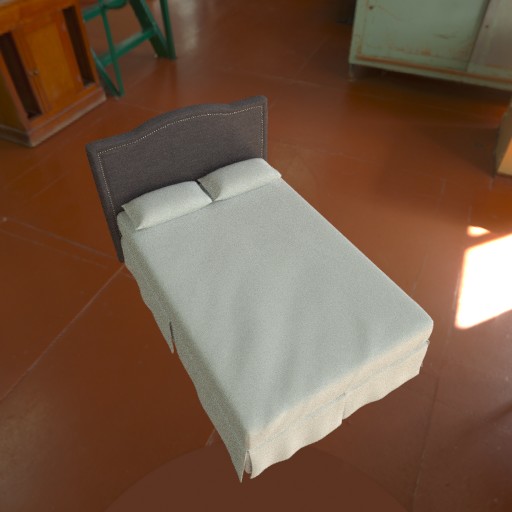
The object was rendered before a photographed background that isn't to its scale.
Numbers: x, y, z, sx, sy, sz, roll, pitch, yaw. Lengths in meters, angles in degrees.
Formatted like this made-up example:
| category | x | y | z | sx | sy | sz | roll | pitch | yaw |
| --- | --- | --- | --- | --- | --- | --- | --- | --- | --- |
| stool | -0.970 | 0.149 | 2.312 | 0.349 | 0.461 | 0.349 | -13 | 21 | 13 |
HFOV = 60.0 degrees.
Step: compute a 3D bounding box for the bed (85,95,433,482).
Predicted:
| category | x | y | z | sx | sy | sz | roll | pitch | yaw |
| --- | --- | --- | --- | --- | --- | --- | --- | --- | --- |
| bed | 0.000 | 0.000 | 3.542 | 1.741 | 1.441 | 2.507 | -23 | 50 | -21 |
